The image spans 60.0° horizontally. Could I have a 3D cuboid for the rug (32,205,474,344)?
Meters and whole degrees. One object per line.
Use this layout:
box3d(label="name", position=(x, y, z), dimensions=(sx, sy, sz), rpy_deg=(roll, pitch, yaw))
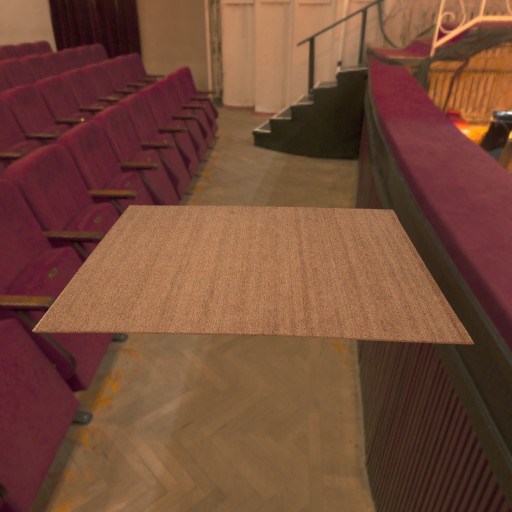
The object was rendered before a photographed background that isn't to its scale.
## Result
box3d(label="rug", position=(0.000, 0.000, 5.025), dimensions=(3.778, 0.053, 2.873), rpy_deg=(1, 29, 2))
